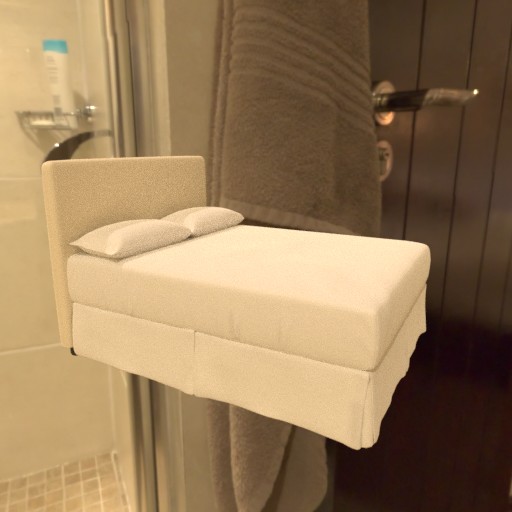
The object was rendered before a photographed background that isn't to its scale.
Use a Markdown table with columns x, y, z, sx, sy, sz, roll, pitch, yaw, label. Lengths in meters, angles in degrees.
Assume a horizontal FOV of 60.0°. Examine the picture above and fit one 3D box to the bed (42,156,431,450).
| x | y | z | sx | sy | sz | roll | pitch | yaw | label |
| --- | --- | --- | --- | --- | --- | --- | --- | --- | --- |
| 0.000 | 0.000 | 3.106 | 2.147 | 1.330 | 1.714 | 7 | 16 | 28 | bed |
